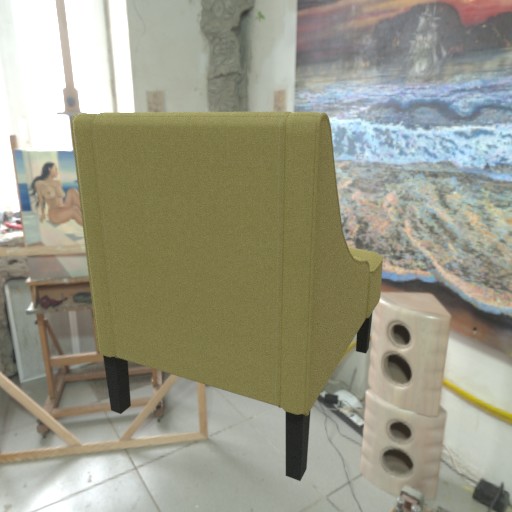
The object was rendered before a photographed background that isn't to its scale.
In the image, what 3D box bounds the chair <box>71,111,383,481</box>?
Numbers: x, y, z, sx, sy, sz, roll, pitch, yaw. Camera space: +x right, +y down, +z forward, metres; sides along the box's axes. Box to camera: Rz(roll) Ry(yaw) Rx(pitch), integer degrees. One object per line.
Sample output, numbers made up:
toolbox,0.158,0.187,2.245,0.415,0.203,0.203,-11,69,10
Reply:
chair,0.000,0.000,1.461,0.696,0.896,0.814,9,19,25
